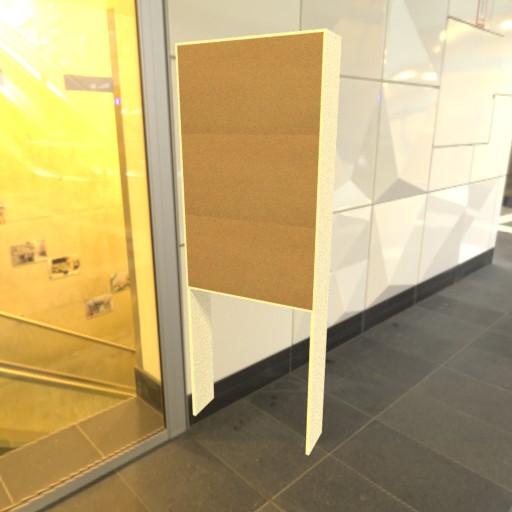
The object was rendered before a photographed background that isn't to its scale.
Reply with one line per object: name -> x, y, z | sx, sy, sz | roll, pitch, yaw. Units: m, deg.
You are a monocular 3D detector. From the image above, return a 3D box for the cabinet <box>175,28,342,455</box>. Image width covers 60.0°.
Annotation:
cabinet -> 0.000, 0.000, 1.999 | 0.643, 1.770, 0.192 | 8, 19, 26
